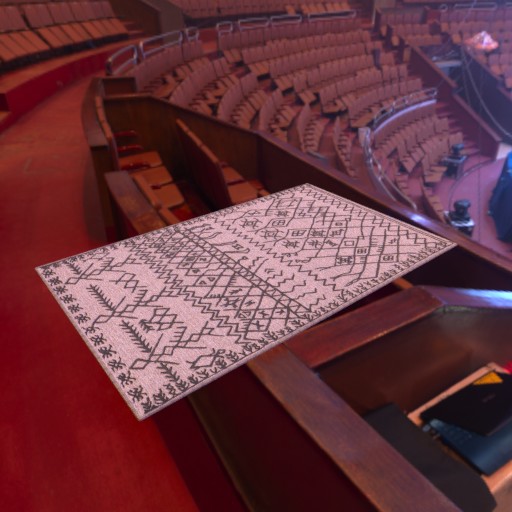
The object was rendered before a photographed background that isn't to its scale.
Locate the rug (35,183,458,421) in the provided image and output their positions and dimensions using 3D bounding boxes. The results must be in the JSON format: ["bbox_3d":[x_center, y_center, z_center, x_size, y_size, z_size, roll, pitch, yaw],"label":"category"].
[{"bbox_3d":[0.000,0.000,3.003,2.444,0.012,1.526,-22,37,-32],"label":"rug"}]
